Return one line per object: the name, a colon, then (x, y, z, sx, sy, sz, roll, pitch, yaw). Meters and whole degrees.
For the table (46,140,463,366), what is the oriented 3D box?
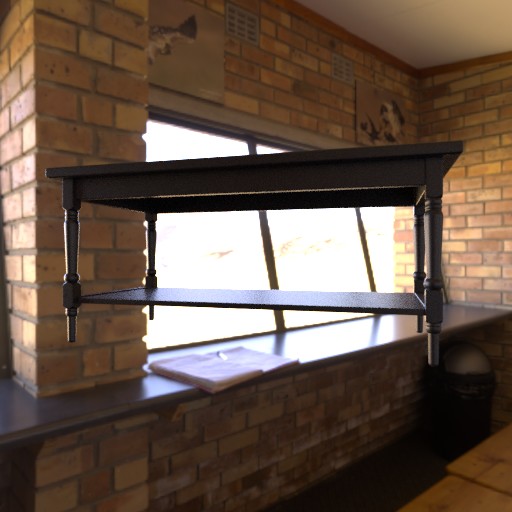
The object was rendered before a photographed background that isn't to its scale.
table: (0.000, 0.000, 1.388, 1.107, 0.510, 0.550, 0, 0, 16)
